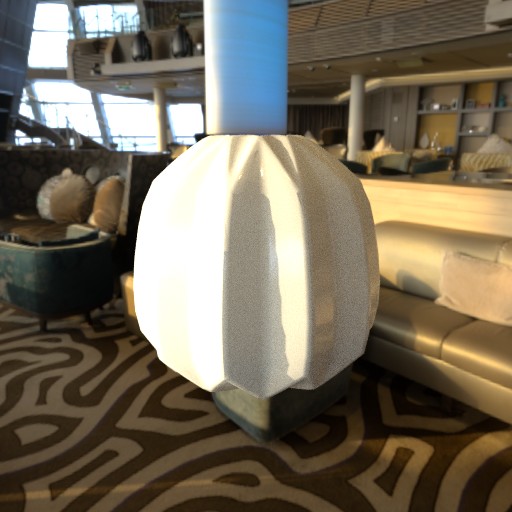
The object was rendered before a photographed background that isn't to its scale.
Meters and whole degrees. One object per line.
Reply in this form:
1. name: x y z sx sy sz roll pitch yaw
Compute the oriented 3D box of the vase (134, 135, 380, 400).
1. vase: 0.000 0.000 0.255 0.139 0.134 0.139 0 15 0
